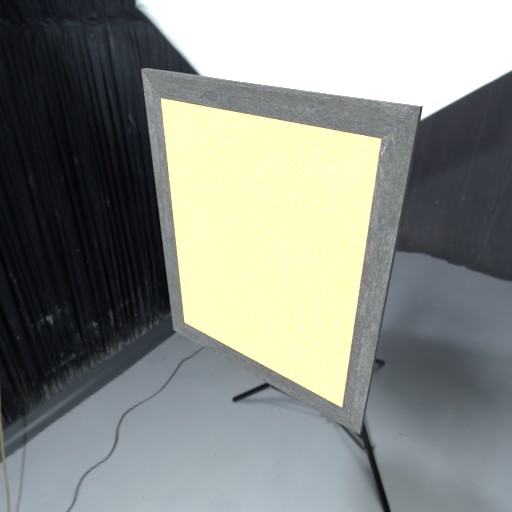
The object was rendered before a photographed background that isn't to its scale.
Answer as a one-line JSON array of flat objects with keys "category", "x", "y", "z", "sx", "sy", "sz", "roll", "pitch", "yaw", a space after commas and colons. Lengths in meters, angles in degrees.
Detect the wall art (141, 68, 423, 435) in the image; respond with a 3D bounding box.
[{"category": "wall art", "x": 0.000, "y": 0.000, "z": 0.776, "sx": 0.476, "sy": 0.570, "sz": 0.013, "roll": 21, "pitch": 37, "yaw": 31}]
